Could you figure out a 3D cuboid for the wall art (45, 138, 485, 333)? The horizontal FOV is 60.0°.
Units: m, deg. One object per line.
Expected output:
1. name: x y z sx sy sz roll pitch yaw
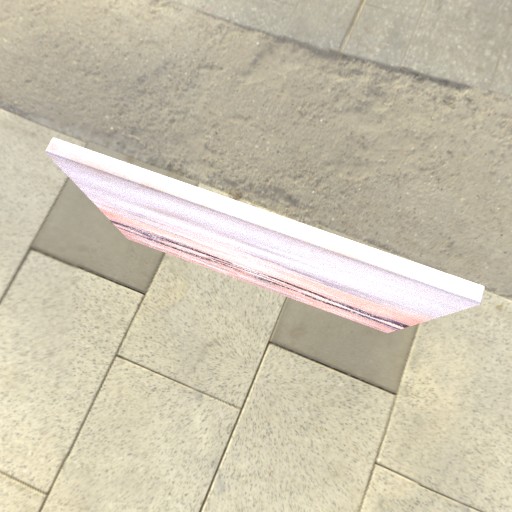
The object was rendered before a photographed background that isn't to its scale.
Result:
1. wall art: 0.000 0.000 1.168 0.913 0.609 0.038 20 76 5
